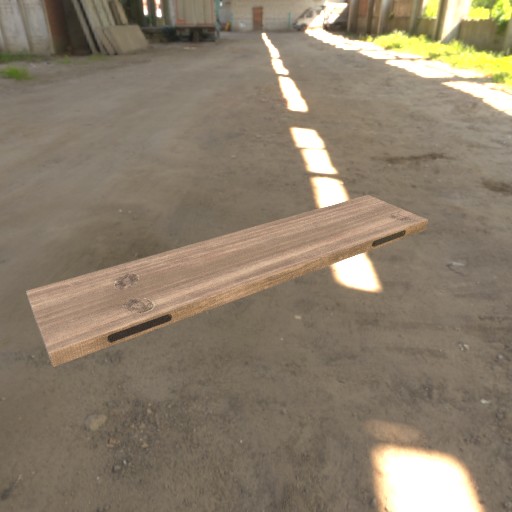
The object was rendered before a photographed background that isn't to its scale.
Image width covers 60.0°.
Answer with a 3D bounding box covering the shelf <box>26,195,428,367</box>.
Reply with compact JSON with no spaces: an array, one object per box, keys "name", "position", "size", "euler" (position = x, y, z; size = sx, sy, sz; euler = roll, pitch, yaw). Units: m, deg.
[{"name":"shelf","position":[0.000,0.000,0.664],"size":[0.610,0.020,0.140],"euler":[-18,34,-29]}]
